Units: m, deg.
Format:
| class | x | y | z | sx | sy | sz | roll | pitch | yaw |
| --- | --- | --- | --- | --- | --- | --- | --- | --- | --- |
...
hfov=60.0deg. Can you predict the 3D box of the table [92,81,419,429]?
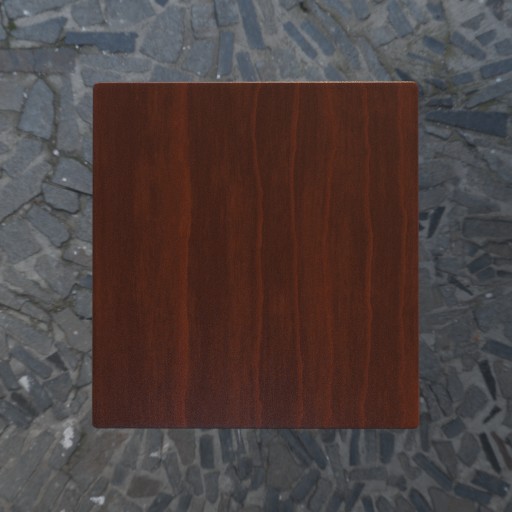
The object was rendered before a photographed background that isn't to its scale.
| class | x | y | z | sx | sy | sz | roll | pitch | yaw |
| --- | --- | --- | --- | --- | --- | --- | --- | --- | --- |
| table | 0.000 | 0.000 | 0.958 | 0.500 | 0.567 | 0.533 | 0 | 90 | 0 |
